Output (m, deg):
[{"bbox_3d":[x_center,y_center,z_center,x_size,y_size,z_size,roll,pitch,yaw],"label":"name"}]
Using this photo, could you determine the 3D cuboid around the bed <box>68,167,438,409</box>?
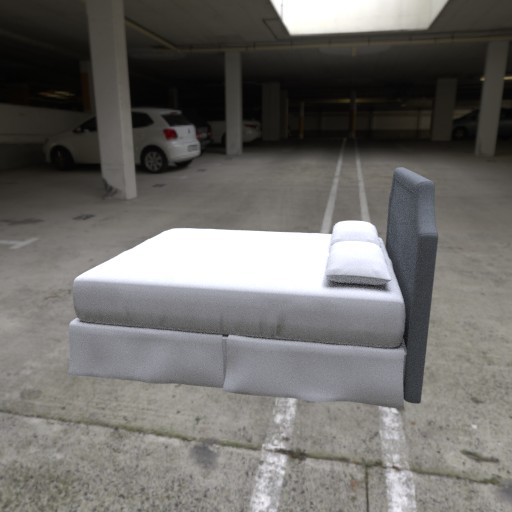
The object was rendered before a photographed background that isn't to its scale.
[{"bbox_3d":[0.000,0.000,3.416,2.259,1.296,1.811,3,15,11],"label":"bed"}]
